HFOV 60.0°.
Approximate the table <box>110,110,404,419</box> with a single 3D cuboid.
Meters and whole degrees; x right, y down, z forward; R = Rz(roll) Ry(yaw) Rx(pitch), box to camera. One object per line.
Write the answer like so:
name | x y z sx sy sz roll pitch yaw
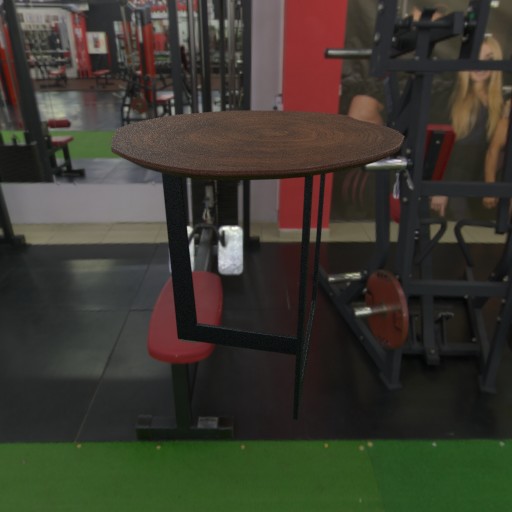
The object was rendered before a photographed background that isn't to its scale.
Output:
table | 0.000 0.000 0.867 0.494 0.476 0.477 1 27 1
